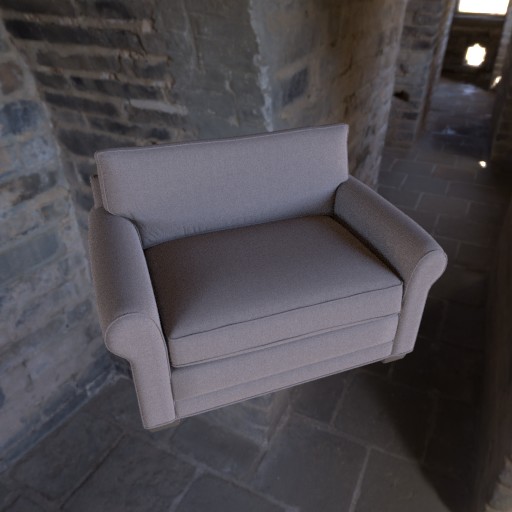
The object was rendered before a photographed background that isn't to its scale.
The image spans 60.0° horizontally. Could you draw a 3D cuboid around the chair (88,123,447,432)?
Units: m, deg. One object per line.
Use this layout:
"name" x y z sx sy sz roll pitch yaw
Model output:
"chair" 0.000 0.000 2.009 1.390 0.930 0.930 -11 34 -17
